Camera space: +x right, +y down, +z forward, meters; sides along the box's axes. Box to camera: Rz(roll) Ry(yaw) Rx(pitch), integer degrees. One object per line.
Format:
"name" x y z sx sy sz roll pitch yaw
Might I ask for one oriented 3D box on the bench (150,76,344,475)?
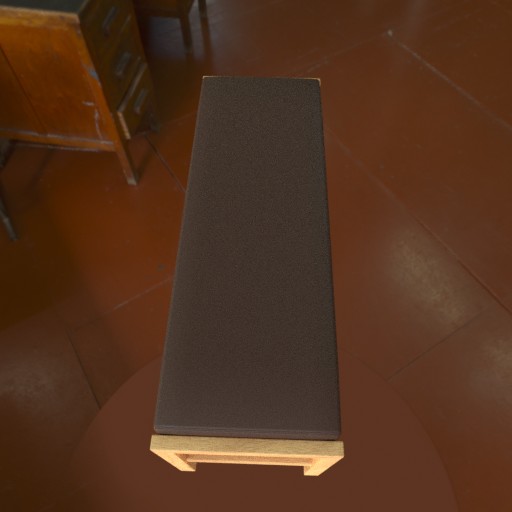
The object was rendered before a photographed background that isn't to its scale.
"bench" 0.000 0.000 1.403 0.405 0.480 1.200 2 59 1
